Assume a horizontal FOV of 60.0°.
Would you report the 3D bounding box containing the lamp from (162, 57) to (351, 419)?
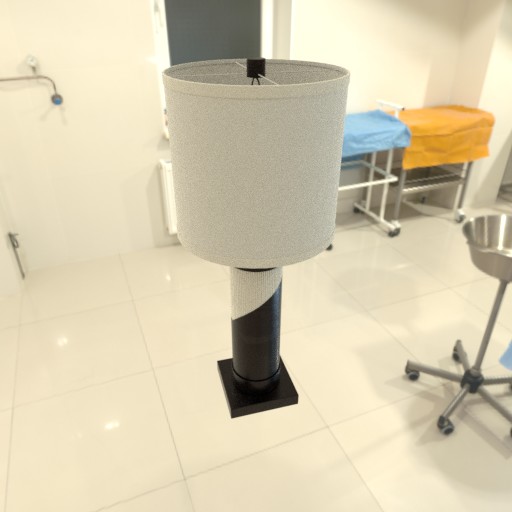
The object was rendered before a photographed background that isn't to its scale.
[{"bbox_3d":[0.000,0.000,0.622,0.211,0.509,0.211,-8,31,-13],"label":"lamp"}]
